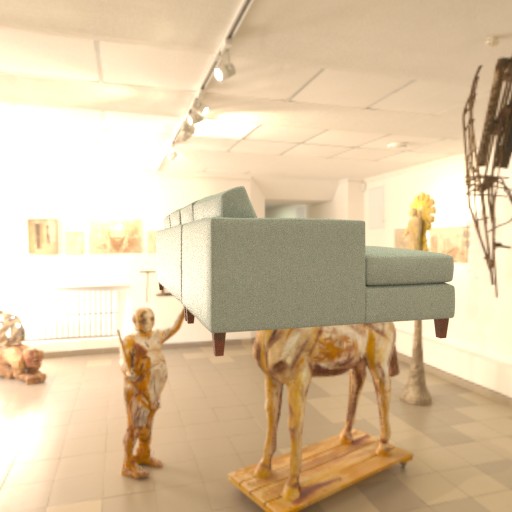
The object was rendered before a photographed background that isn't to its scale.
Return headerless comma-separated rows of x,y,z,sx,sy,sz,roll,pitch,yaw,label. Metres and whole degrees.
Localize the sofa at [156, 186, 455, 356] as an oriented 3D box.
0.000,0.000,4.202,1.600,0.953,3.470,-1,2,-17,sofa
